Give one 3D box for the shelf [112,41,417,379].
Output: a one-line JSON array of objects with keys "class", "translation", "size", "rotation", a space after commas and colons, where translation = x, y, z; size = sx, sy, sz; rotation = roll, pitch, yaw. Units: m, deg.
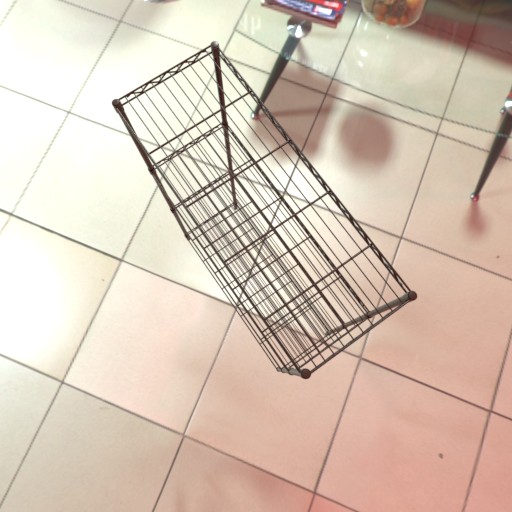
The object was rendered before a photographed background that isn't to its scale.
[{"class": "shelf", "translation": [0.000, 0.000, 1.818], "size": [0.352, 1.361, 0.907], "rotation": [-34, 79, -8]}]
